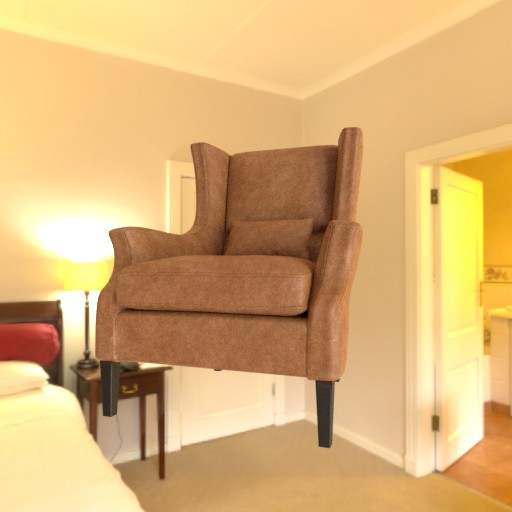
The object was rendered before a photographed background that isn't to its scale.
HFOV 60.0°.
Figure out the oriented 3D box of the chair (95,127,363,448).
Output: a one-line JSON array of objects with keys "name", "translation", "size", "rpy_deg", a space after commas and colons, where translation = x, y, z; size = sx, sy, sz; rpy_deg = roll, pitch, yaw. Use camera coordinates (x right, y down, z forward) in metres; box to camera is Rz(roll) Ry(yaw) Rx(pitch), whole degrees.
[{"name": "chair", "translation": [0.000, 0.000, 1.687], "size": [0.853, 1.016, 0.926], "rpy_deg": [0, -1, 20]}]
